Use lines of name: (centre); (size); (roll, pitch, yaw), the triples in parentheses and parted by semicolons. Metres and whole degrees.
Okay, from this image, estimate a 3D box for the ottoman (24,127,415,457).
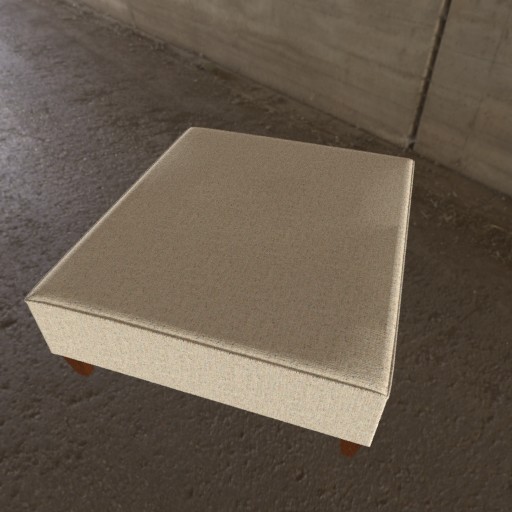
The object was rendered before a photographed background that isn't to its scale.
ottoman: (0.000, 0.000, 1.205); (0.736, 0.303, 0.835); (12, 43, 13)
